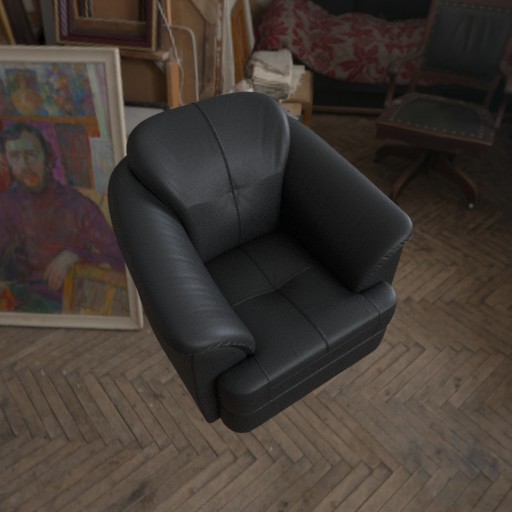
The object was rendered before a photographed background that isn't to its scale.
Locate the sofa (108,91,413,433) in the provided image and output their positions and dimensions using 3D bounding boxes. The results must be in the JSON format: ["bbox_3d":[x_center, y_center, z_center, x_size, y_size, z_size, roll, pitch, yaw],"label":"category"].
[{"bbox_3d":[0.000,0.000,1.522,0.870,0.811,0.794,-25,50,-23],"label":"sofa"}]
